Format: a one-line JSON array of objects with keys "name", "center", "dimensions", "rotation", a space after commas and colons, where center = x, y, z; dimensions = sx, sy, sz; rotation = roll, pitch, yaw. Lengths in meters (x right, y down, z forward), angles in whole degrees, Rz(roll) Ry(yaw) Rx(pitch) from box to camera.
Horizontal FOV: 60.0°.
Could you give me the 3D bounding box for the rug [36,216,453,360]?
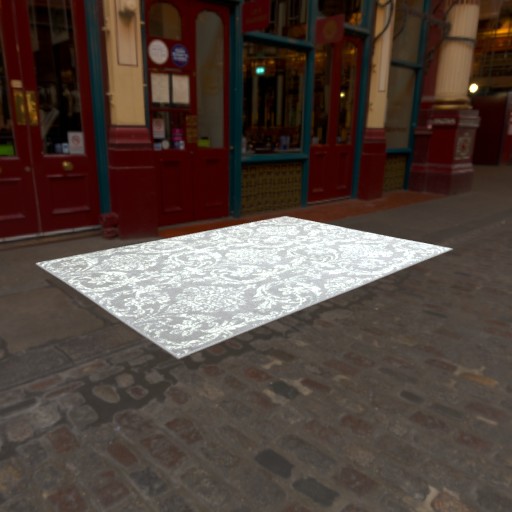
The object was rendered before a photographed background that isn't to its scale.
[{"name": "rug", "center": [0.000, 0.000, 2.863], "dimensions": [2.206, 0.014, 1.578], "rotation": [-14, 21, -41]}]
